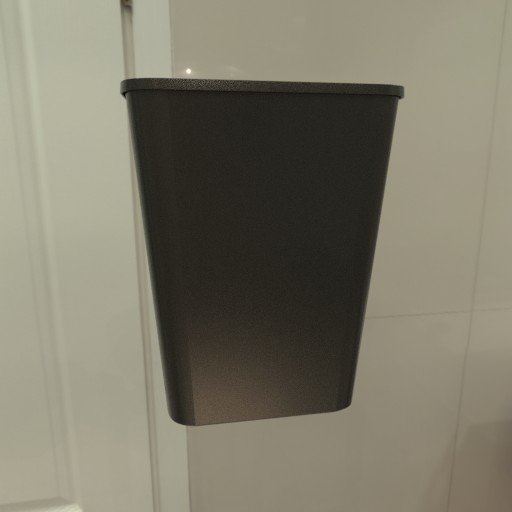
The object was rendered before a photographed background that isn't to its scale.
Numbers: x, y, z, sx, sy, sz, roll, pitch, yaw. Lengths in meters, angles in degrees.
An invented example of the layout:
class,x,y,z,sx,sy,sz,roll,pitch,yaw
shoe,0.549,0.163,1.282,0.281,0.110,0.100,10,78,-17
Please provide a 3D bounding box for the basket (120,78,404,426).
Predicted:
class,x,y,z,sx,sy,sz,roll,pitch,yaw
basket,0.000,0.000,0.757,0.394,0.521,0.287,-2,13,-10
